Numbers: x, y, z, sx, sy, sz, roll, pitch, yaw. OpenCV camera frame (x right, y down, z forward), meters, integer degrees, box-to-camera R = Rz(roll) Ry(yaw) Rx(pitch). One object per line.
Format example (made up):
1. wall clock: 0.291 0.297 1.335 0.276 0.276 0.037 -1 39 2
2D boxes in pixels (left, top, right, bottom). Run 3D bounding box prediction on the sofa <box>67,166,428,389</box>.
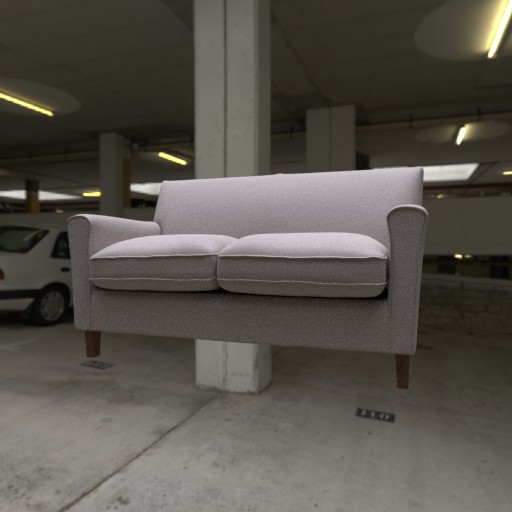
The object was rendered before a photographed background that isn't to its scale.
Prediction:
1. sofa: 0.000 0.000 2.072 1.482 0.890 0.888 0 1 19
